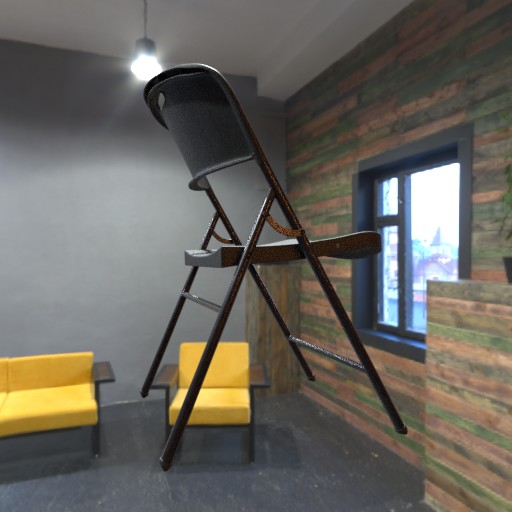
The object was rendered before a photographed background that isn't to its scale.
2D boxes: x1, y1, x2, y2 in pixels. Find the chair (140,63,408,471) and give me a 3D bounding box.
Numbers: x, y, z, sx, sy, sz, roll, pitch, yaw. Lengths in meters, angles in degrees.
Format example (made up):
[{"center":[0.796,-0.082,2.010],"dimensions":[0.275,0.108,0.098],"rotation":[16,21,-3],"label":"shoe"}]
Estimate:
[{"center":[0.000,0.000,1.145],"dimensions":[0.566,0.810,0.494],"rotation":[0,0,-19],"label":"chair"}]
